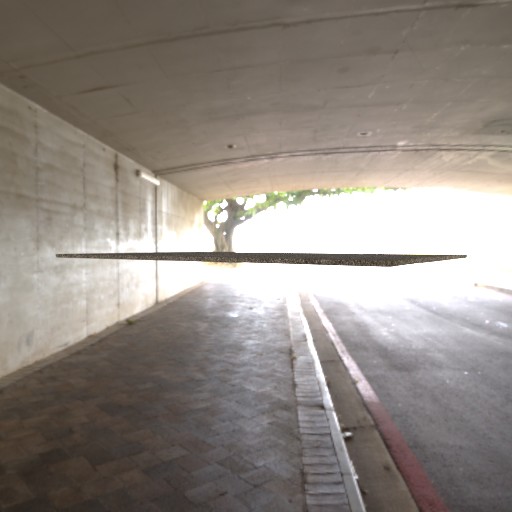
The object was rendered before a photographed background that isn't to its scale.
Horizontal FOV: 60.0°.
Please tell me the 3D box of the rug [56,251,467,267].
[{"bbox_3d":[0.000,0.000,2.984,2.350,0.025,1.502,1,2,36],"label":"rug"}]
